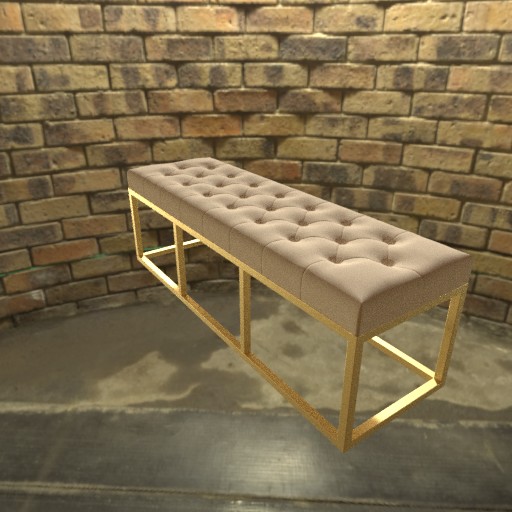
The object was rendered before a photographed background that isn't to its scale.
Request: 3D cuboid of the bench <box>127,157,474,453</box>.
[{"bbox_3d":[0.000,0.000,1.750,0.457,0.484,1.473,-17,30,-31],"label":"bench"}]
